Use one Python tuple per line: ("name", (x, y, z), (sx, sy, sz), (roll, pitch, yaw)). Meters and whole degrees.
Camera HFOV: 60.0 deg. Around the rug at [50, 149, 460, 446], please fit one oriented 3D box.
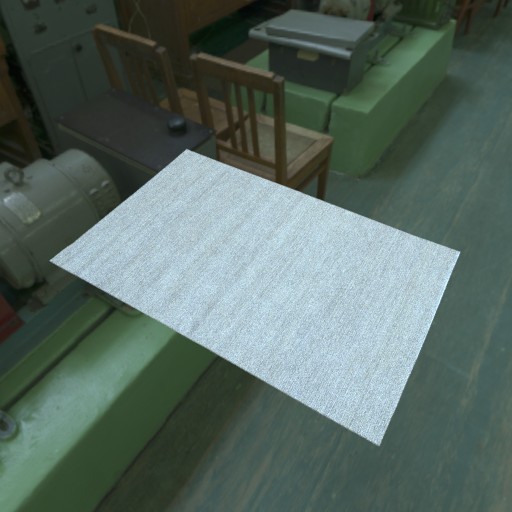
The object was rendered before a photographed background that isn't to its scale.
("rug", (0.000, 0.000, 2.324), (1.820, 0.022, 1.179), (24, 52, 21))
